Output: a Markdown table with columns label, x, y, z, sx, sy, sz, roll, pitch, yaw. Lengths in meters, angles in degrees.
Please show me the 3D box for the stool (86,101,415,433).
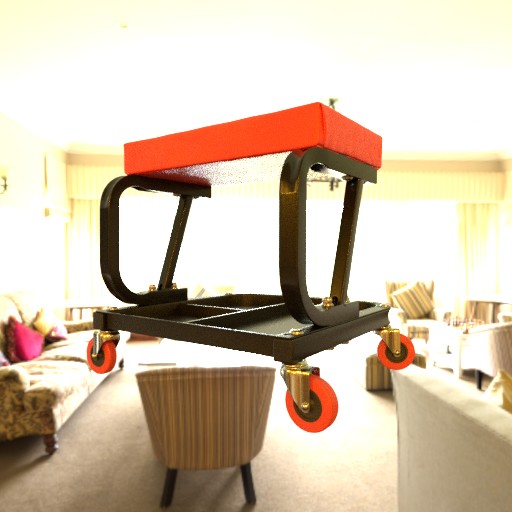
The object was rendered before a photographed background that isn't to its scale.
| label | x | y | z | sx | sy | sz | roll | pitch | yaw |
| --- | --- | --- | --- | --- | --- | --- | --- | --- | --- |
| stool | 0.000 | 0.000 | 0.734 | 0.446 | 0.380 | 0.371 | 1 | 1 | 36 |
